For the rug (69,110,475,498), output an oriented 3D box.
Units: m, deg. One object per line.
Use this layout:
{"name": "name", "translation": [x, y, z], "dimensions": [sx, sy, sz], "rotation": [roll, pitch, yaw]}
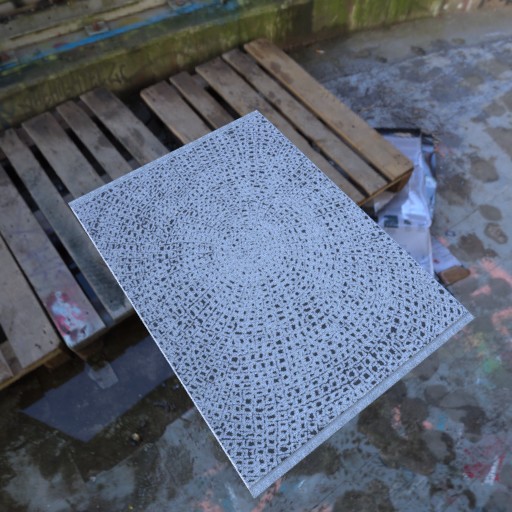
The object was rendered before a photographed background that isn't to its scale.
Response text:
{"name": "rug", "translation": [0.000, 0.000, 2.104], "dimensions": [1.190, 0.003, 1.634], "rotation": [-32, 64, -18]}
